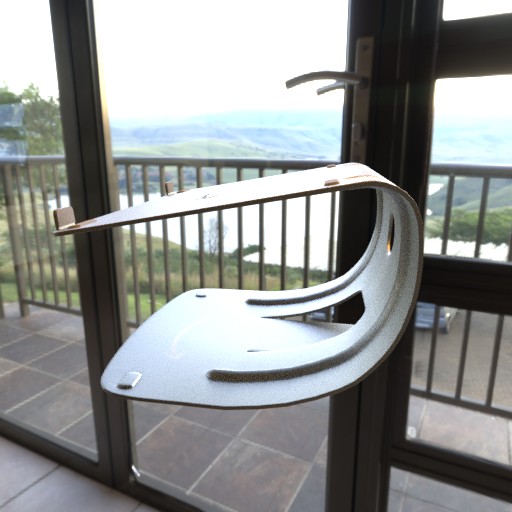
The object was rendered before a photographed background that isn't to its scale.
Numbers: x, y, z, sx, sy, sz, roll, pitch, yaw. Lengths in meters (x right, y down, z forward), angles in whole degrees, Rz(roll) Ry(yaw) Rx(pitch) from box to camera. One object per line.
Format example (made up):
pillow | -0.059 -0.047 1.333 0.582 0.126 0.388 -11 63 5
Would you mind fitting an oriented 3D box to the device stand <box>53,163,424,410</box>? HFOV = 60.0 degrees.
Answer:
device stand | 0.000 0.000 0.397 0.236 0.155 0.256 2 14 9
